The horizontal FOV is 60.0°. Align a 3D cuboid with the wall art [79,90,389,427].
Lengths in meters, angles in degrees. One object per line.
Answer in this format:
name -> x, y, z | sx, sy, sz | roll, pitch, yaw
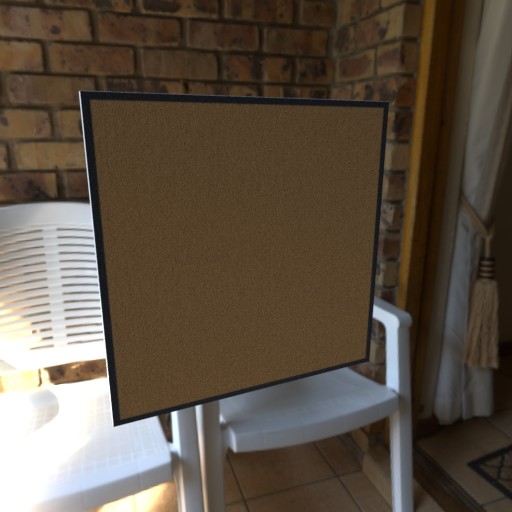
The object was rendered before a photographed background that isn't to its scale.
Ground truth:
wall art -> 0.000, 0.000, 1.188 | 0.805, 0.803, 0.022 | -7, 17, -24
